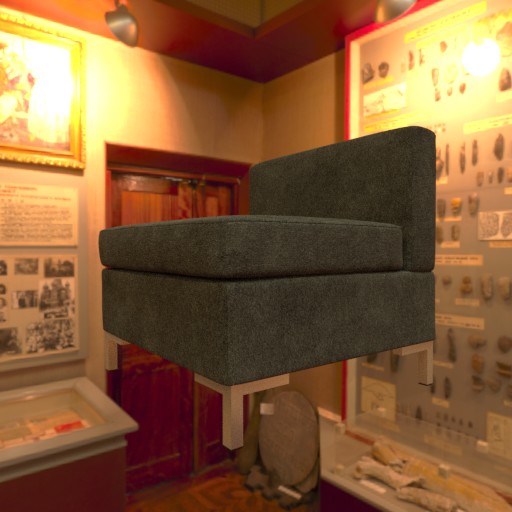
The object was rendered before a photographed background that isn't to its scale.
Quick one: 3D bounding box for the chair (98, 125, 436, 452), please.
[{"bbox_3d":[0.000,0.000,1.204,0.680,0.660,0.680,-1,1,-37],"label":"chair"}]
